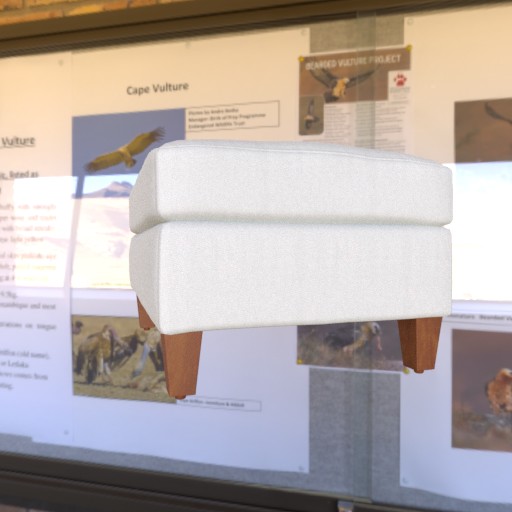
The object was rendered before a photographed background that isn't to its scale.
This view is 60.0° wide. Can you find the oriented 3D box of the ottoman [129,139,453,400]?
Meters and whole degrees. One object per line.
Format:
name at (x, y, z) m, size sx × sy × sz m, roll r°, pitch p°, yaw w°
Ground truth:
ottoman at (0.000, 0.000, 1.202) m, size 0.634 × 0.496 × 0.818 m, roll 0°, pitch 1°, yaw -19°
